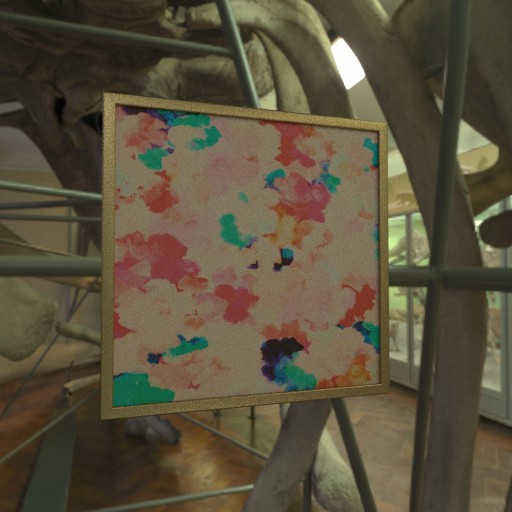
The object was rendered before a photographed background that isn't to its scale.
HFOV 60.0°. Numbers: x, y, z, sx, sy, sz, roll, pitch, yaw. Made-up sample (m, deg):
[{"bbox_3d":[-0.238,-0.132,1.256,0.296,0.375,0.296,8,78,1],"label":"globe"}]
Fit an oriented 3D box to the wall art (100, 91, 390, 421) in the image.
[{"bbox_3d":[0.000,0.000,0.776,0.510,0.509,0.037,0,-2,-17],"label":"wall art"}]
